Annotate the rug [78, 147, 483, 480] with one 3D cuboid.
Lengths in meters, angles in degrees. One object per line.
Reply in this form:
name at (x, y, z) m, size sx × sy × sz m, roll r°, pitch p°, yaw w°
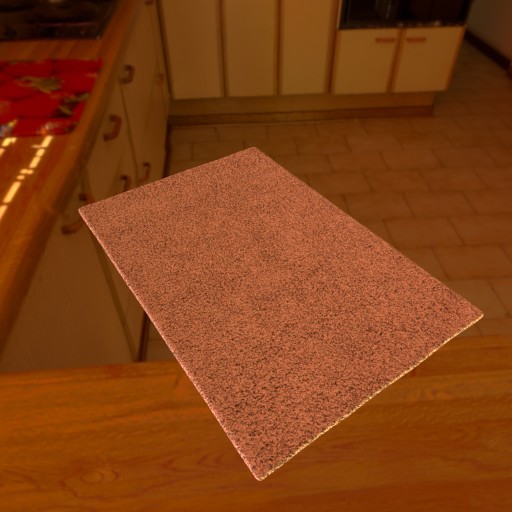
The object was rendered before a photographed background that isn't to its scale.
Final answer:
rug at (0.000, 0.000, 2.231) m, size 1.219 × 0.030 × 1.778 m, roll -26°, pitch 49°, yaw -25°
